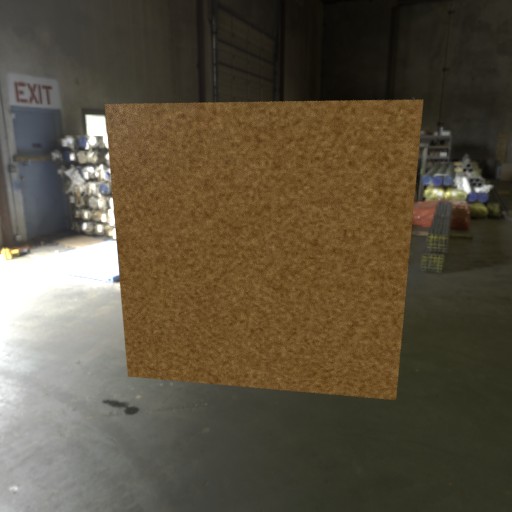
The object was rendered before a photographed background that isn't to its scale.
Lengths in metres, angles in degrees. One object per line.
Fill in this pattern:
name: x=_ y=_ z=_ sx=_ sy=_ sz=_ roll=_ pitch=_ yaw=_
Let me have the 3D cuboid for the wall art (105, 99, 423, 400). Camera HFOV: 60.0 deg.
wall art: x=0.000 y=0.000 z=0.677 sx=0.446 sy=0.445 sz=0.014 roll=2 pitch=15 yaw=9
